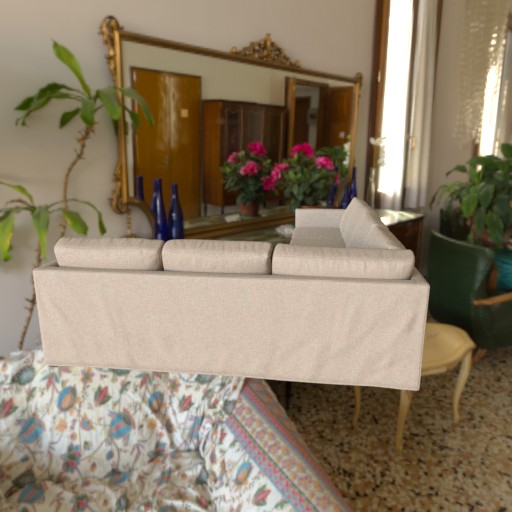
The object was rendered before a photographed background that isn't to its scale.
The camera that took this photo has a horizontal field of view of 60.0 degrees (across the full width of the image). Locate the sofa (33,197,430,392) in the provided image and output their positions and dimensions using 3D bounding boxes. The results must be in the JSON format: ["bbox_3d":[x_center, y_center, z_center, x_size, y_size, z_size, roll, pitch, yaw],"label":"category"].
[{"bbox_3d":[0.000,0.000,4.210,2.432,0.871,3.182,2,14,8],"label":"sofa"}]
